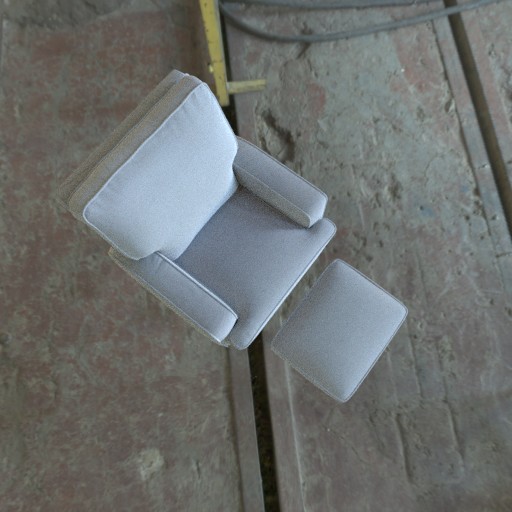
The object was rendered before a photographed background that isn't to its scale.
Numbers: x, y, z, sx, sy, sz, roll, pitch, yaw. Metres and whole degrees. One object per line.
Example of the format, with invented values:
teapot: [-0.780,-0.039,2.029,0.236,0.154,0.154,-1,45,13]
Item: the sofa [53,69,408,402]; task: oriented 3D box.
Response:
sofa: [0.000,0.000,2.059,1.472,0.959,0.861,37,78,9]
